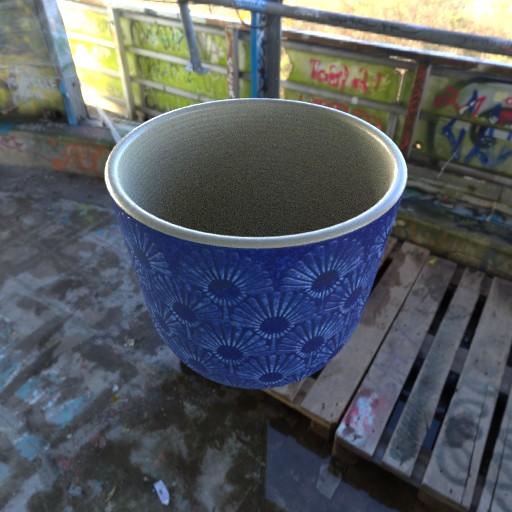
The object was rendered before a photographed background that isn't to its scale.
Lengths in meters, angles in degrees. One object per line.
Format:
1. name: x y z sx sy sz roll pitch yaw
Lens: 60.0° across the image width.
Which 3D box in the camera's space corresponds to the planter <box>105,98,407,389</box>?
1. planter: 0.000 0.000 0.371 0.206 0.190 0.206 0 40 0
